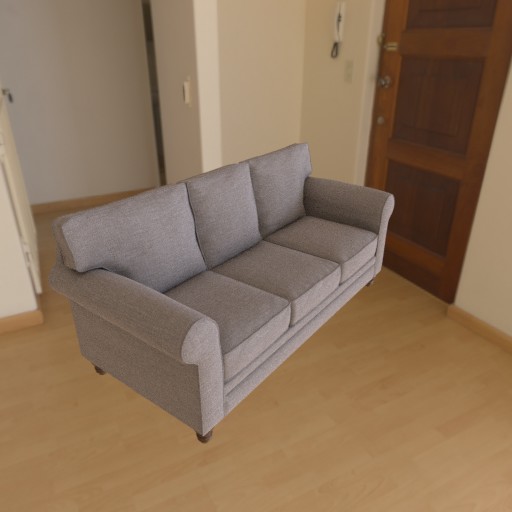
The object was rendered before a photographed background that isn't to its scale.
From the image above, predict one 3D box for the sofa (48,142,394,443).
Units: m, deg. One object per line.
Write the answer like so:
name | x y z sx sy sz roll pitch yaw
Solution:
sofa | 0.000 0.000 2.640 0.916 0.961 2.084 18 31 33
